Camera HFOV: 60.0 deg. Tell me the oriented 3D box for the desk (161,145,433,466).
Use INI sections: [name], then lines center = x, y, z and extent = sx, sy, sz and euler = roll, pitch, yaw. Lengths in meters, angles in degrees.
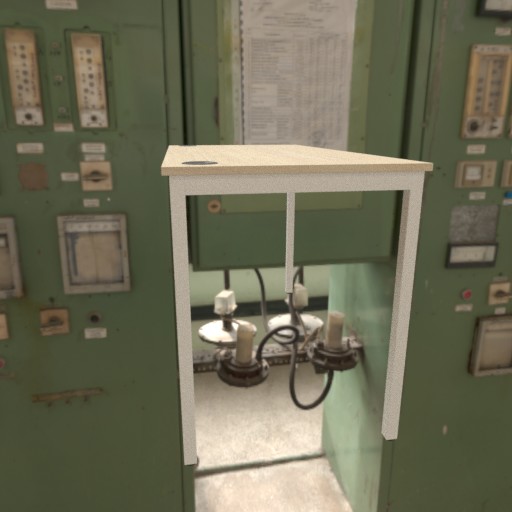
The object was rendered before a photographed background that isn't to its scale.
[desk]
center = 0.000, 0.000, 1.617
extent = 0.600, 0.750, 1.200
euler = -3, 16, -10
